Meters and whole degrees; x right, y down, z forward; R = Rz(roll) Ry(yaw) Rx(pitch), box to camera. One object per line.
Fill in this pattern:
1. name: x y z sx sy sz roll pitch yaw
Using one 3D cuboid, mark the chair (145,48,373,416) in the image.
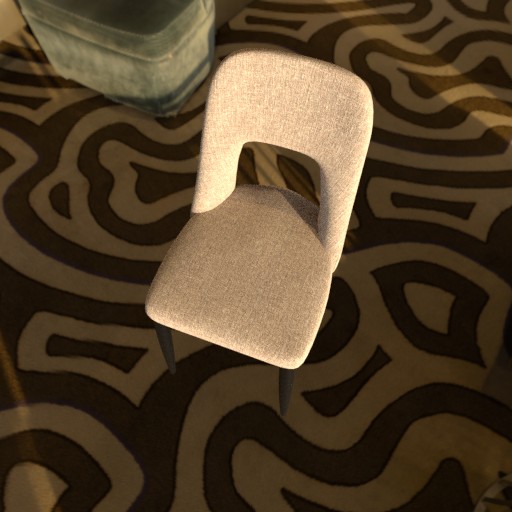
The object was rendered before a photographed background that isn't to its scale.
1. chair: 0.000 0.000 1.293 0.470 0.931 0.612 18 61 10
